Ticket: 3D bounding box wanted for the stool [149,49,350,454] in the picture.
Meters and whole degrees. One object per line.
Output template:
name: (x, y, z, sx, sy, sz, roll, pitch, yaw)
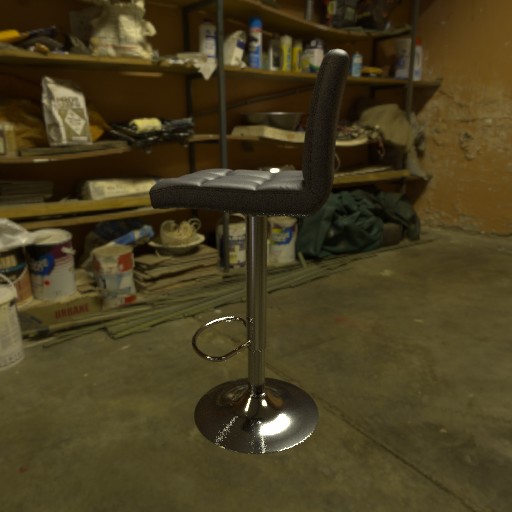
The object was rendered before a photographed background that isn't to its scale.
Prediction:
stool: (0.000, 0.000, 1.371, 0.505, 1.115, 0.430, 3, 16, 9)
